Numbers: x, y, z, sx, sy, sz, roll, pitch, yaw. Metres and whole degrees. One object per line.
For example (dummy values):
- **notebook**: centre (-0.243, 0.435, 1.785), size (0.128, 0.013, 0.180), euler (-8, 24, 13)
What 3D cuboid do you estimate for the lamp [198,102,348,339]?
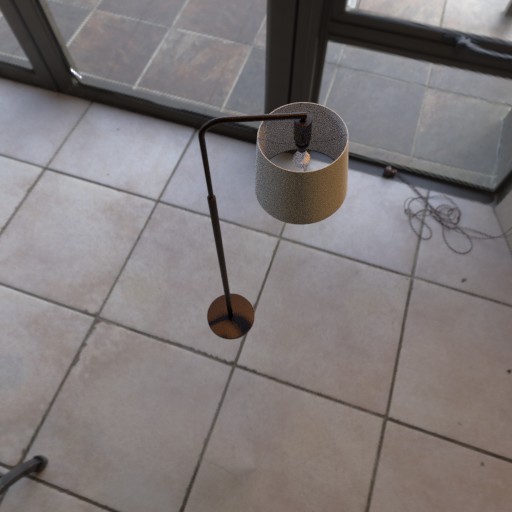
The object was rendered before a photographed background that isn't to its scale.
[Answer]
- **lamp**: centre (0.000, 0.000, 1.656), size (0.508, 1.478, 0.254), euler (0, 64, 0)
